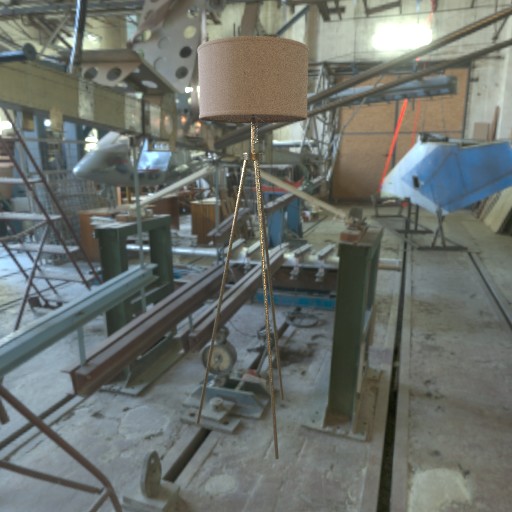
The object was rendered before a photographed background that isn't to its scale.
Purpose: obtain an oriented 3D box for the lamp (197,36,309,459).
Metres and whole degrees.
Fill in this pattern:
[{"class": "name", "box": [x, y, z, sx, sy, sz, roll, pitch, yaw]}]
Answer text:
[{"class": "lamp", "box": [0.000, 0.000, 1.782, 0.449, 1.545, 0.460, -6, 14, -26]}]
